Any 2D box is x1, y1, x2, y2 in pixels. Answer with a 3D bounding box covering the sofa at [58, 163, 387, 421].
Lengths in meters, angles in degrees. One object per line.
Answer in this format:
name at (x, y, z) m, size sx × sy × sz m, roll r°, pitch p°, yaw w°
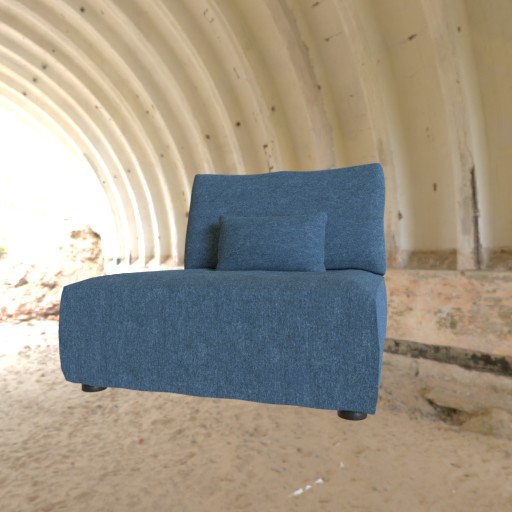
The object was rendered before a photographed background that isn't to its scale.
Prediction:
sofa at (0.000, 0.000, 1.664) m, size 0.930 × 0.820 × 1.000 m, roll 0°, pitch 0°, yaw 17°
